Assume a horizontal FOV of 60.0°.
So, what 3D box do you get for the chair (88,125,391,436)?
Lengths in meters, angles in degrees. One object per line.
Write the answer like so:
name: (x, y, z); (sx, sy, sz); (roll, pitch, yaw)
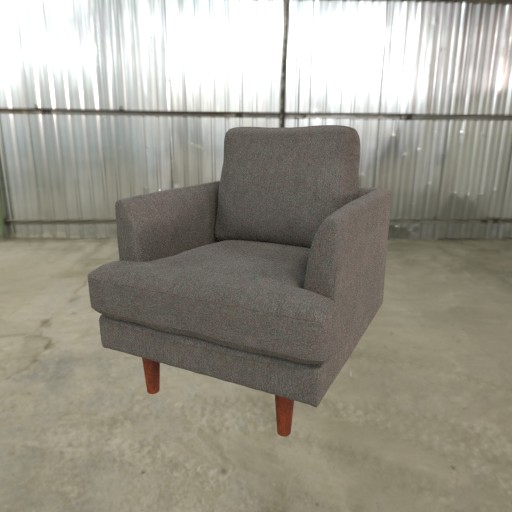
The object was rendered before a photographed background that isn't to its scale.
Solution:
chair: (0.000, 0.000, 1.677); (0.858, 0.957, 0.899); (8, 17, 26)
